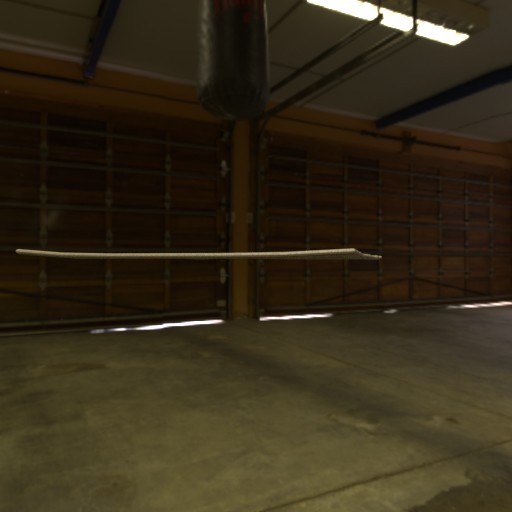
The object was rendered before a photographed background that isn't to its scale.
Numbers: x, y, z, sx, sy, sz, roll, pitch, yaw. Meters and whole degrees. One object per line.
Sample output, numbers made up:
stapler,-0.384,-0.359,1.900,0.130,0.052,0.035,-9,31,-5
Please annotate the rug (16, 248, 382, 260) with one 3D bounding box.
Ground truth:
rug,0.000,0.000,2.963,1.553,0.053,2.430,0,0,18
